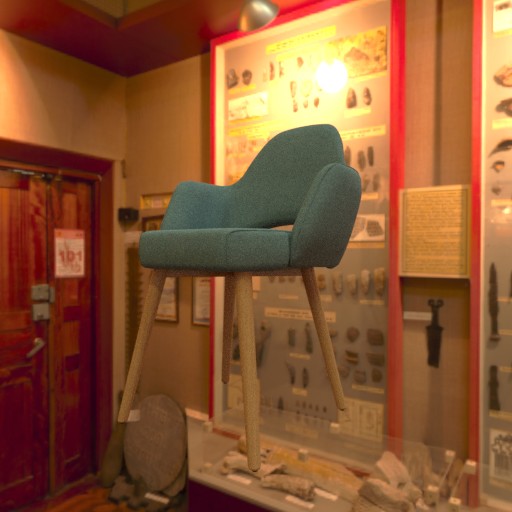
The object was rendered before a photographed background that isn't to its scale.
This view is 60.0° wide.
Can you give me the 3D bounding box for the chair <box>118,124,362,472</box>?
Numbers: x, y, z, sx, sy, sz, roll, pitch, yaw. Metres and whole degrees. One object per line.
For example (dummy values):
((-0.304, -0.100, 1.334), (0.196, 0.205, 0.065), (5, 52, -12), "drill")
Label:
((0.000, 0.000, 1.346), (0.589, 0.920, 0.666), (1, 1, 36), "chair")
